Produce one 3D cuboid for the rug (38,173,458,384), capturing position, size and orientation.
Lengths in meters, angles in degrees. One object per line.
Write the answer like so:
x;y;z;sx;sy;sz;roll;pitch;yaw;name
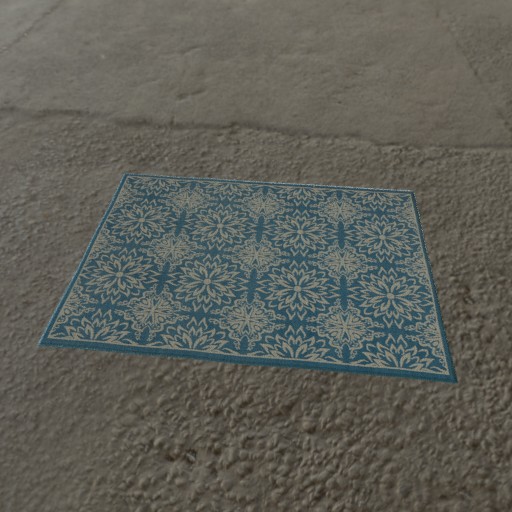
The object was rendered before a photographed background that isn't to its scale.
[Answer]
0.000;0.000;2.835;2.205;0.012;1.554;4;47;4;rug
